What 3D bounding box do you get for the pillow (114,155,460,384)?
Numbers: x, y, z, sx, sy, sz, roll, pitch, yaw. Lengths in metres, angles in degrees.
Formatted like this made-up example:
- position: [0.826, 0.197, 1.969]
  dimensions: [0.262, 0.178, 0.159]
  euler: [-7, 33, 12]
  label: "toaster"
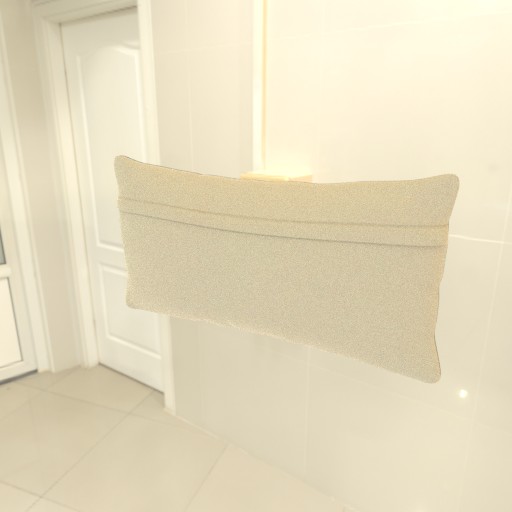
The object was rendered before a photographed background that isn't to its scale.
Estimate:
- position: [0.000, 0.000, 0.736]
  dimensions: [0.604, 0.307, 0.148]
  euler: [9, 19, 27]
  label: "pillow"
